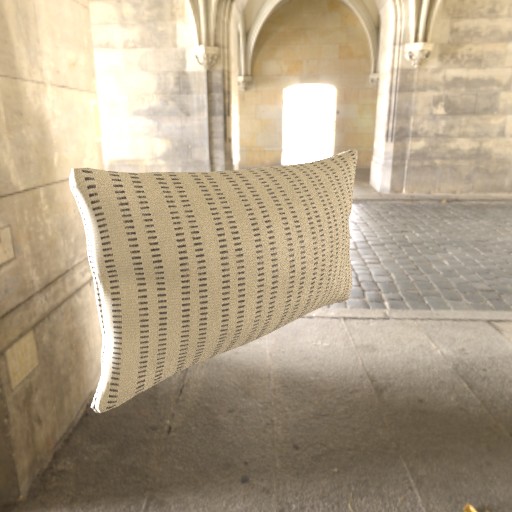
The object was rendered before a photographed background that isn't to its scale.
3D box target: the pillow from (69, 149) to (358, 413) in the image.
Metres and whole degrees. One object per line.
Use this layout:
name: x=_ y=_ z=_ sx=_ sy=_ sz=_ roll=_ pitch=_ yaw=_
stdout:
pillow: x=0.000 y=0.000 z=0.801 sx=0.640 sy=0.353 sz=0.210 roll=-16 pitch=23 yaw=-42
